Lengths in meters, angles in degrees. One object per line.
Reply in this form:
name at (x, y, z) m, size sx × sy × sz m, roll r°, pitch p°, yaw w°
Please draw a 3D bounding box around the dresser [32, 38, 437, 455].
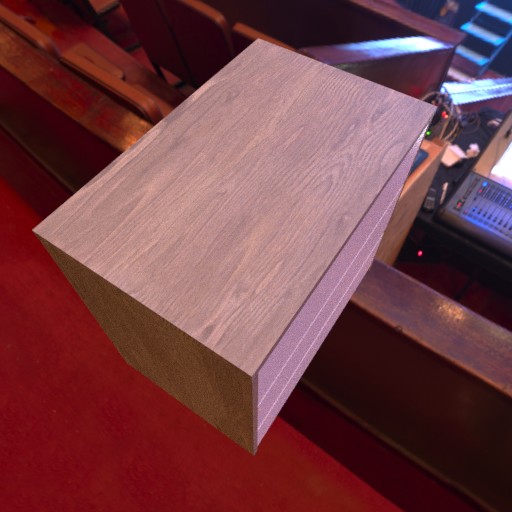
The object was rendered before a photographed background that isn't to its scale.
dresser at (0.000, 0.000, 1.303) m, size 0.529 × 0.762 × 0.809 m, roll 29°, pitch 62°, yaw 18°
